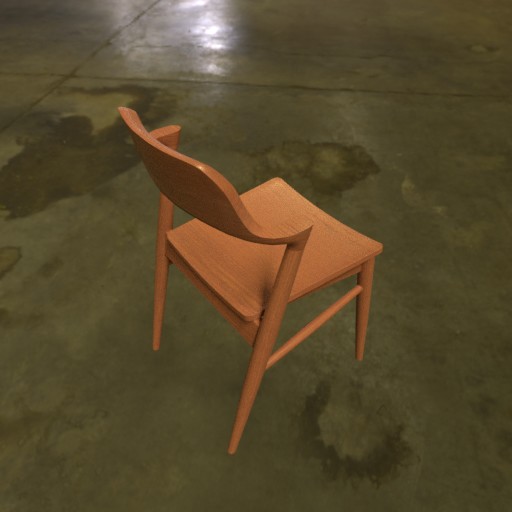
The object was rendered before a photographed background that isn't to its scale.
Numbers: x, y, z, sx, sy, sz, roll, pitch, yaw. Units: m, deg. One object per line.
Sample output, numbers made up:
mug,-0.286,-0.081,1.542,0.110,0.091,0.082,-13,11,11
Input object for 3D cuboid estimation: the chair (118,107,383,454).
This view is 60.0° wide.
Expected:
chair,0.000,0.000,1.121,0.499,0.801,0.496,-27,48,-27
